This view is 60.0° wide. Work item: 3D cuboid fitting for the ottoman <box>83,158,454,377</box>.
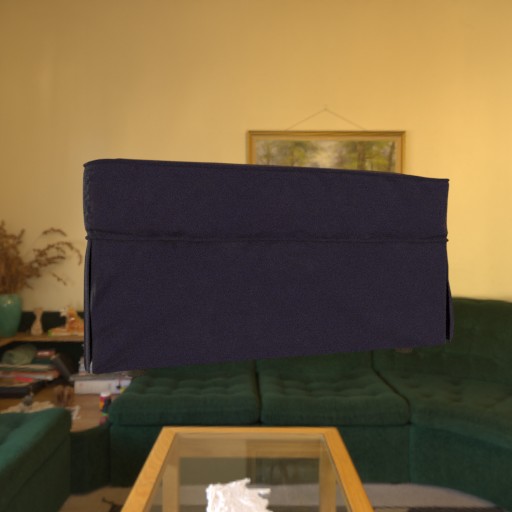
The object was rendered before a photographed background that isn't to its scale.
[{"bbox_3d":[0.000,0.000,1.309,0.938,0.503,0.637,0,1,-18],"label":"ottoman"}]
